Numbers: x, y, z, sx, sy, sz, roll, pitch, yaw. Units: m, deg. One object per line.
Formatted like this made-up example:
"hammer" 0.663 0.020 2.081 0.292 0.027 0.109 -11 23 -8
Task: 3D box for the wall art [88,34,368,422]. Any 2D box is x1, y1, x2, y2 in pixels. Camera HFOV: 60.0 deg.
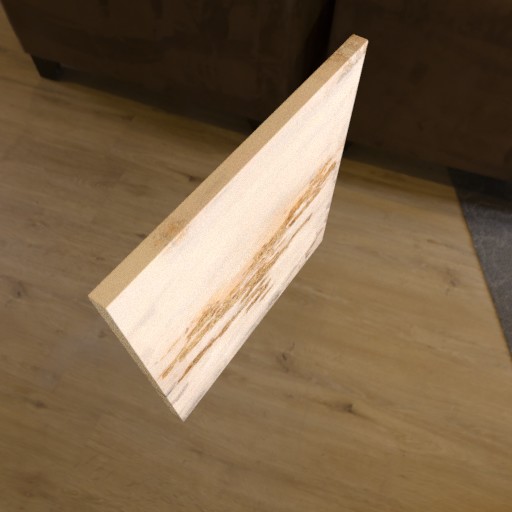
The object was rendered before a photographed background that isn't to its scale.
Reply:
"wall art" 0.000 0.000 1.089 0.038 0.755 0.753 31 64 18
